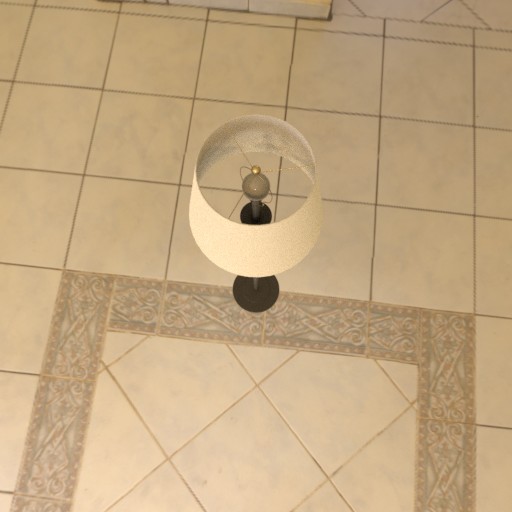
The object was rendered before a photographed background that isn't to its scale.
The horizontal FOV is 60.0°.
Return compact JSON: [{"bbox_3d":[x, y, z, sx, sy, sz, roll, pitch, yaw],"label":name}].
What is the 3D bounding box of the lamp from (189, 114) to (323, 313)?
[{"bbox_3d":[0.000,0.000,1.614,0.348,1.473,0.348,-3,76,-1],"label":"lamp"}]
